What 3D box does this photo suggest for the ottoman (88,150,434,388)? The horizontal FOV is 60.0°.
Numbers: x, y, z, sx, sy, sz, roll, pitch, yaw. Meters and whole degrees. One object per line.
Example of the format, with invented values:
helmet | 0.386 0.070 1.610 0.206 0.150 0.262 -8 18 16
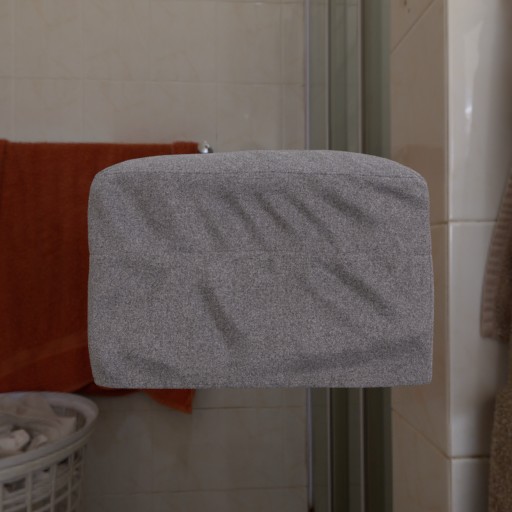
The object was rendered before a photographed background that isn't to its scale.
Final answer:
ottoman | 0.000 0.000 1.216 0.683 0.481 0.837 0 0 -1
